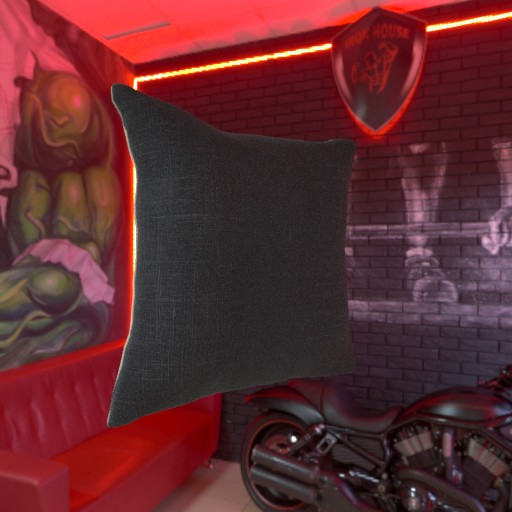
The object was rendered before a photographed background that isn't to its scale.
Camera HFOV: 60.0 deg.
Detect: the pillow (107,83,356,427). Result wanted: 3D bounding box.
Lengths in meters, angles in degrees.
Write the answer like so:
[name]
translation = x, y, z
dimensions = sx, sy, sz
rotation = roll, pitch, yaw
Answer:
[pillow]
translation = 0.000, 0.000, 0.707
dimensions = 0.468, 0.444, 0.138
rotation = 0, -1, -36
